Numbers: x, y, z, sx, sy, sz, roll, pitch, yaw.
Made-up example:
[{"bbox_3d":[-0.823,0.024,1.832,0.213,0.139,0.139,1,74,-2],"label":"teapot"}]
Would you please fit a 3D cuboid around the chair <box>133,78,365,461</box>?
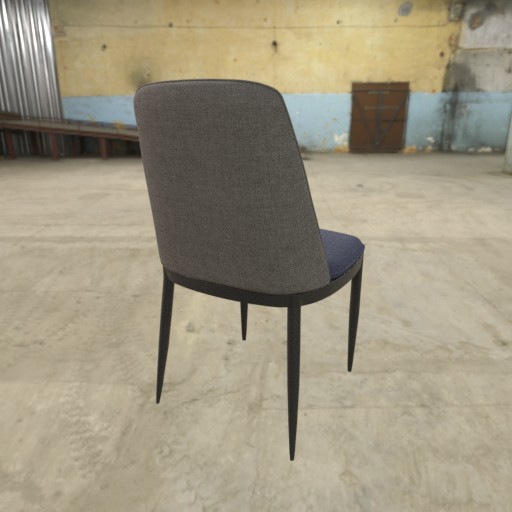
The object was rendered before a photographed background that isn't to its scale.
[{"bbox_3d":[0.000,0.000,1.191,0.488,0.855,0.550,10,21,29],"label":"chair"}]
